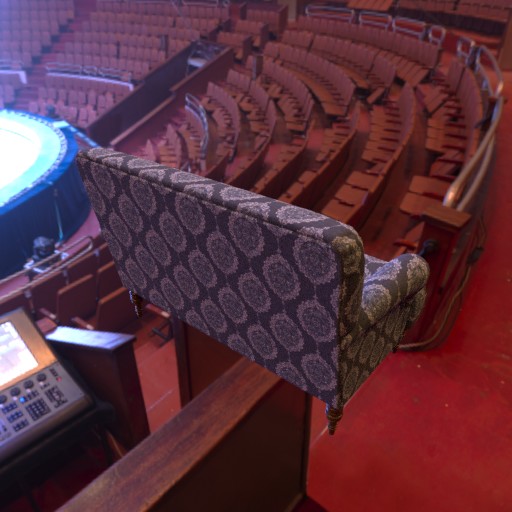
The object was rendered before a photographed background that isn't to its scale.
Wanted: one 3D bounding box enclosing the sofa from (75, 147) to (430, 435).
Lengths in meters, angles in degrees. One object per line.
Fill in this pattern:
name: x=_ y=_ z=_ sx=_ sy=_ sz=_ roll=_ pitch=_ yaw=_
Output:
sofa: x=0.000 y=0.000 z=1.828 sx=1.297 sy=0.867 sz=0.779 roll=22 pitch=37 yaw=33
